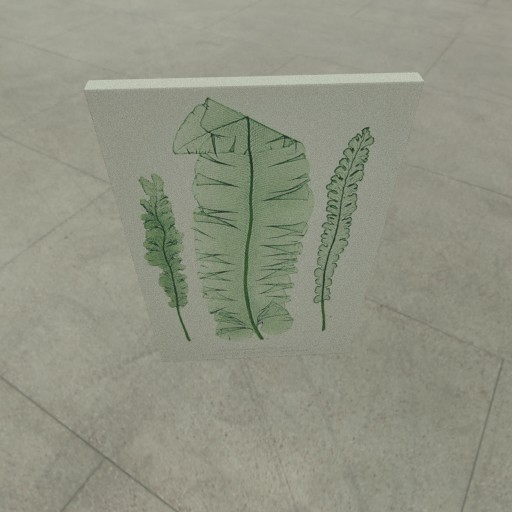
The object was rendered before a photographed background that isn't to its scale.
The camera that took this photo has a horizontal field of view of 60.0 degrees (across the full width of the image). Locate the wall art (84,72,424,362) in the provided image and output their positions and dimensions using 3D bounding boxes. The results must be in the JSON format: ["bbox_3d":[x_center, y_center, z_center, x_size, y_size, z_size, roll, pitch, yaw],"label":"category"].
[{"bbox_3d":[0.000,0.000,1.134,0.610,0.914,0.038,-2,46,-2],"label":"wall art"}]
